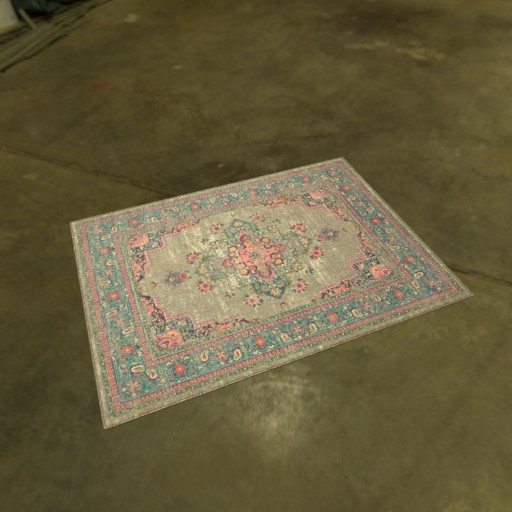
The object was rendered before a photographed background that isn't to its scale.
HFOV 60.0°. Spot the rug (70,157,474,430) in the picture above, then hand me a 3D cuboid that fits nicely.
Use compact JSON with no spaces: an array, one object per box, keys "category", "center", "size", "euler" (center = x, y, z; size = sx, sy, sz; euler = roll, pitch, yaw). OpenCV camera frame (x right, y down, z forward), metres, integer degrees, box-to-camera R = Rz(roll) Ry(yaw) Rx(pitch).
[{"category":"rug","center":[0.000,0.000,2.922],"size":[2.214,0.013,1.609],"euler":[-16,48,-15]}]
